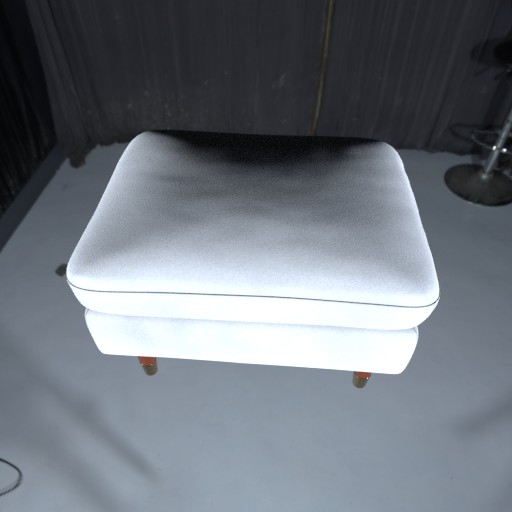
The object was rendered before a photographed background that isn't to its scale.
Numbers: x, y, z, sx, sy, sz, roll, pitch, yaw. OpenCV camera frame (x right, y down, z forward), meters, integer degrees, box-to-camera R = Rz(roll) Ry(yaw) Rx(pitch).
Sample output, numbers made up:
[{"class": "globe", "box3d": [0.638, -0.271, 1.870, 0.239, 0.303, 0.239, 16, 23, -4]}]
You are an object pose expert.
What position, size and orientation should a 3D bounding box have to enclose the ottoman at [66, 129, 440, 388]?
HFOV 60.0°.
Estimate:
[{"class": "ottoman", "box3d": [0.000, 0.000, 1.150, 0.747, 0.478, 0.593, 3, 45, 3]}]
